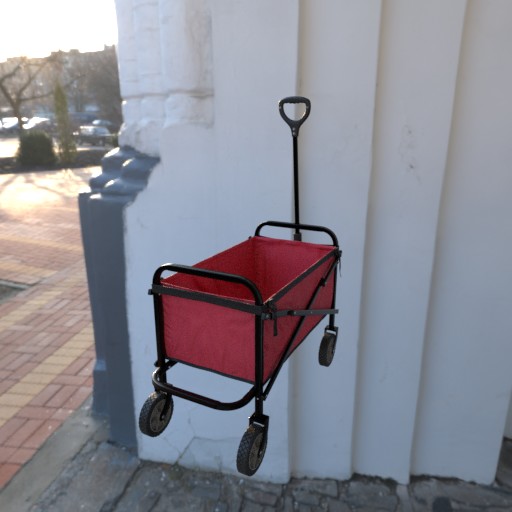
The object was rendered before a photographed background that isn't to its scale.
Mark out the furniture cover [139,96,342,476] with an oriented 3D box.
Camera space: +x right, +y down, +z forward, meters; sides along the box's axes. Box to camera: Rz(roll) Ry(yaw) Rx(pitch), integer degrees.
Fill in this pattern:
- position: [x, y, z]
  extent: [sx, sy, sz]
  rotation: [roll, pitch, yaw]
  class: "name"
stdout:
- position: [0.000, 0.000, 1.857]
  extent: [0.532, 1.295, 1.038]
  rotation: [9, 19, 26]
  class: "furniture cover"
